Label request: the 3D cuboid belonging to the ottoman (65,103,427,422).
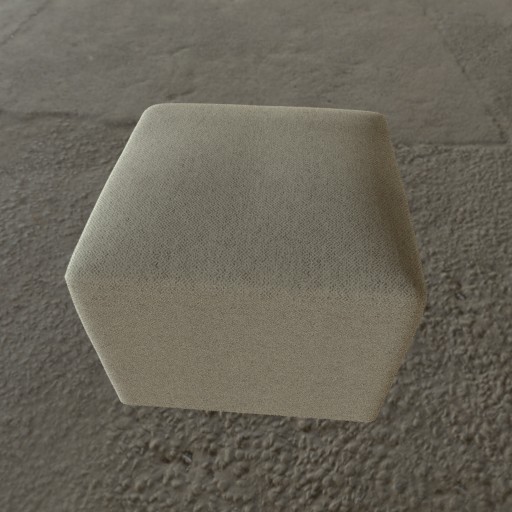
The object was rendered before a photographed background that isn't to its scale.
[{"bbox_3d":[0.000,0.000,0.911,0.521,0.453,0.512,3,47,3],"label":"ottoman"}]
